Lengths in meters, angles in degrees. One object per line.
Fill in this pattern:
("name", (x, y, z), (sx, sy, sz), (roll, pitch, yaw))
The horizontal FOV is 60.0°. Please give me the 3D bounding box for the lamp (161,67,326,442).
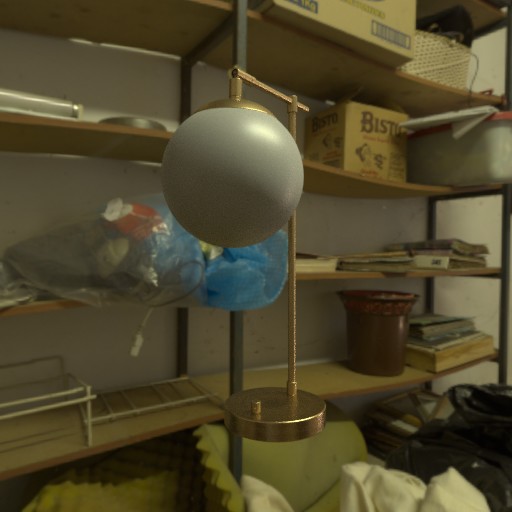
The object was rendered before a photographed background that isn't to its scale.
("lamp", (0.000, 0.000, 0.699), (0.207, 0.559, 0.324), (1, 1, 35))
